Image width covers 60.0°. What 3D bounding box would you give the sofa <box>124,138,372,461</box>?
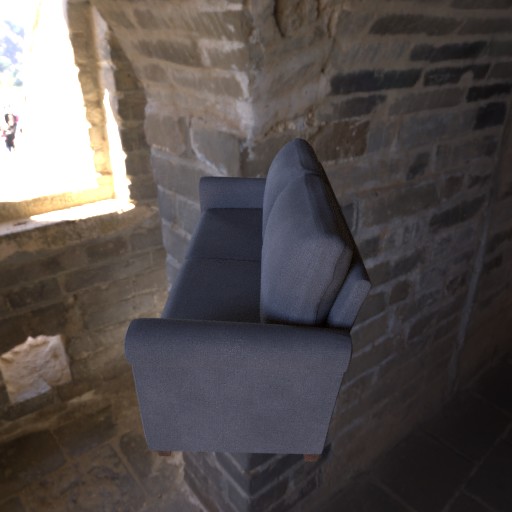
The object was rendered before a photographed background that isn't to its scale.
[{"bbox_3d":[0.000,0.000,2.379,0.842,0.942,1.935,1,26,1],"label":"sofa"}]
